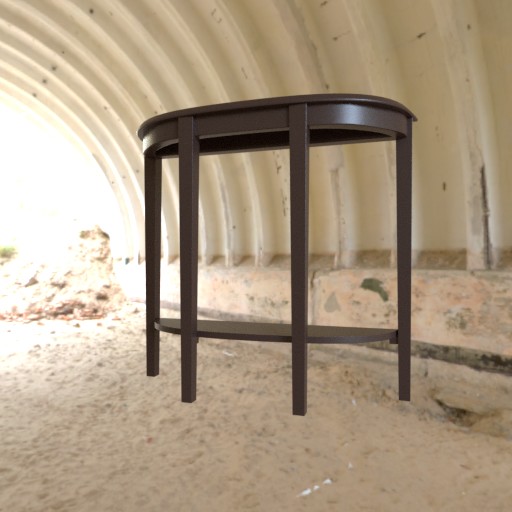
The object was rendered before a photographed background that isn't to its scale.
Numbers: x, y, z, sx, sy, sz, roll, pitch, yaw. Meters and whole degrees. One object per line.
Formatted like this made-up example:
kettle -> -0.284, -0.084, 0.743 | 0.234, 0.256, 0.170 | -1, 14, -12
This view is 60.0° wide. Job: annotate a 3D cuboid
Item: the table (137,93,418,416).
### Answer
table -> 0.000, 0.000, 1.309 | 0.909, 0.831, 0.274 | 0, 0, 18
